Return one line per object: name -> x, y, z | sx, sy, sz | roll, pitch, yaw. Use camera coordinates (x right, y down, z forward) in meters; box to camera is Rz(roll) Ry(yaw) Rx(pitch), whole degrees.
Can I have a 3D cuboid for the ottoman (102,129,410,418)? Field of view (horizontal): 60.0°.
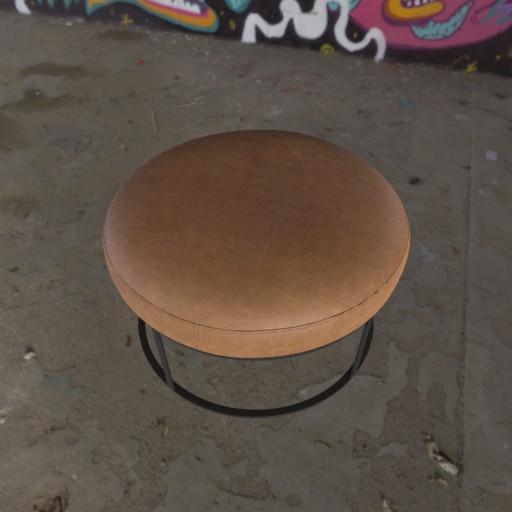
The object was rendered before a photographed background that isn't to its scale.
ottoman -> 0.000, 0.000, 1.249 | 0.771, 0.460, 0.771 | 0, 45, 0
